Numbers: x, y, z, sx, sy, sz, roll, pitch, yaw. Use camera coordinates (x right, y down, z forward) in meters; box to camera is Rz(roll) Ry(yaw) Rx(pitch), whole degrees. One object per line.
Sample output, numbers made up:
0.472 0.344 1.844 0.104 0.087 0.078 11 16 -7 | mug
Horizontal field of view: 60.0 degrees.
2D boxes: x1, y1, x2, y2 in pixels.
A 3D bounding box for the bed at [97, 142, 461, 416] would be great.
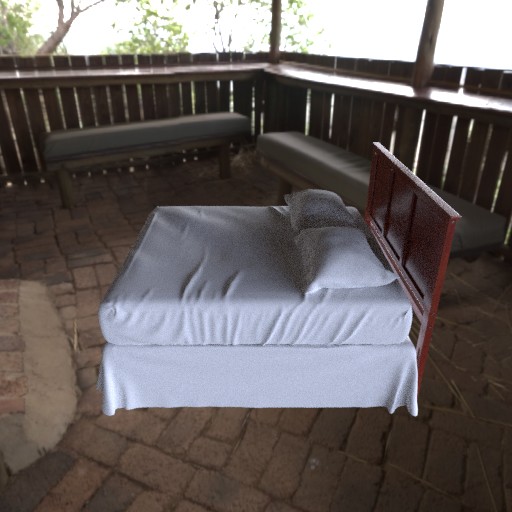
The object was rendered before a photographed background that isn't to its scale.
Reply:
0.000 0.000 3.211 2.050 1.270 1.870 0 27 0 | bed
